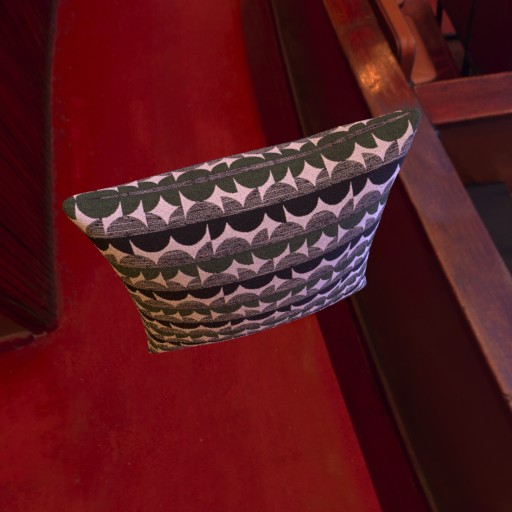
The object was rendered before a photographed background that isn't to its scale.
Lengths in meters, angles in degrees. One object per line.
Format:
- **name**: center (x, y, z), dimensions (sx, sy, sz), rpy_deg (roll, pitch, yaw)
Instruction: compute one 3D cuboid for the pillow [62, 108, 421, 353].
- **pillow**: center (0.000, 0.000, 0.650), dimensions (0.419, 0.404, 0.180), rpy_deg (-17, 66, -8)
